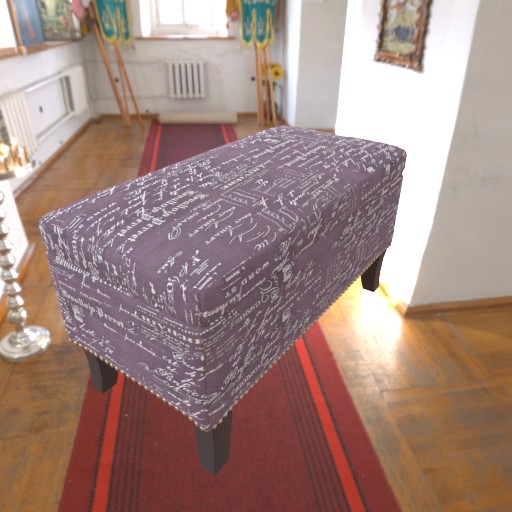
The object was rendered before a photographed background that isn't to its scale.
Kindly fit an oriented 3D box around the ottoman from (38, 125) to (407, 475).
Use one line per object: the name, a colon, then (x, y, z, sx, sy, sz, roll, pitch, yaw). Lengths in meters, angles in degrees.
ottoman: (0.000, 0.000, 1.066, 0.406, 0.457, 0.813, 21, 36, 31)
